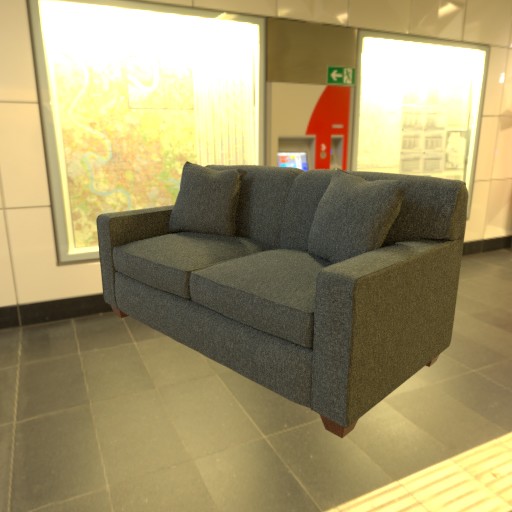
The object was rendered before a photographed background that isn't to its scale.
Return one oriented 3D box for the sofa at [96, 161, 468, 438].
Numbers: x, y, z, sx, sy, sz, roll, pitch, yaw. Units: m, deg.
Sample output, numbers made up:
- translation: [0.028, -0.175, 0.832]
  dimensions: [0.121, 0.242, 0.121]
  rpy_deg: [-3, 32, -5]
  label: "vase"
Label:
- translation: [0.000, 0.000, 2.431]
  dimensions: [1.846, 0.958, 0.998]
  rpy_deg: [14, 20, 43]
  label: "sofa"
